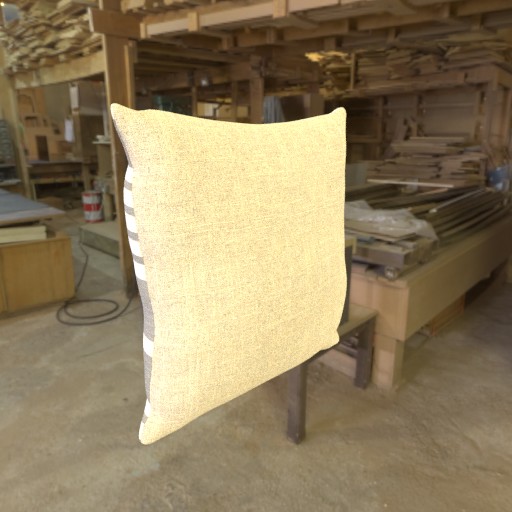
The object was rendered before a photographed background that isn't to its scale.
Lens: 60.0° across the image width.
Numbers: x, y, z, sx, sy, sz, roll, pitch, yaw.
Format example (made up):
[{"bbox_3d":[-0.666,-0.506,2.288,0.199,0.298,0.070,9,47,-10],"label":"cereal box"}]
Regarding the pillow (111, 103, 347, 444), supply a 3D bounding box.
[{"bbox_3d":[0.000,0.000,0.675,0.439,0.440,0.182,-16,22,-43],"label":"pillow"}]
